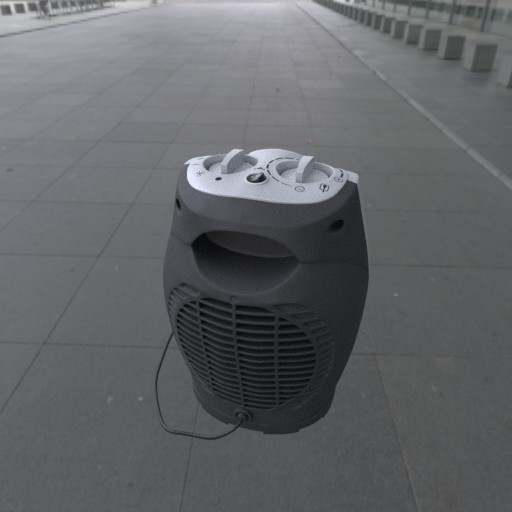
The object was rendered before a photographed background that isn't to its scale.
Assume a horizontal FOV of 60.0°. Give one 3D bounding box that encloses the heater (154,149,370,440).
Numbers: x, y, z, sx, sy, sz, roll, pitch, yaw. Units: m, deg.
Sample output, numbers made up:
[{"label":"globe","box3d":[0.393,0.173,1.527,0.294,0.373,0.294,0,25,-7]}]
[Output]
[{"label":"heater","box3d":[0.000,0.000,0.473,0.239,0.255,0.291,9,33,14]}]
